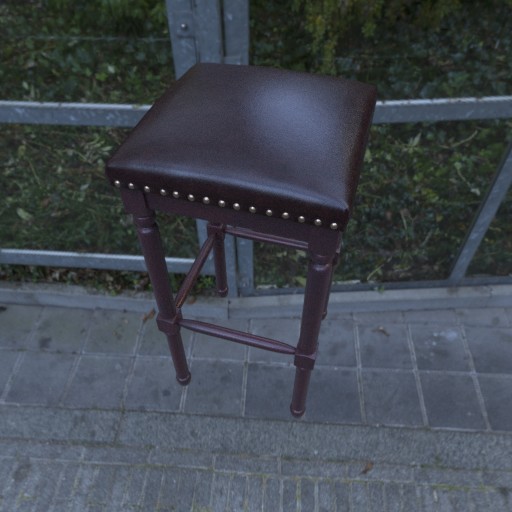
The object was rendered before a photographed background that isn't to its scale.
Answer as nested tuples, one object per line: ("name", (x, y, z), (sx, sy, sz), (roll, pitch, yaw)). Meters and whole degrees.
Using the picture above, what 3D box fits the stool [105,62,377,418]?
("stool", (0.000, 0.000, 1.005), (0.382, 0.768, 0.383), (12, 48, 11))
